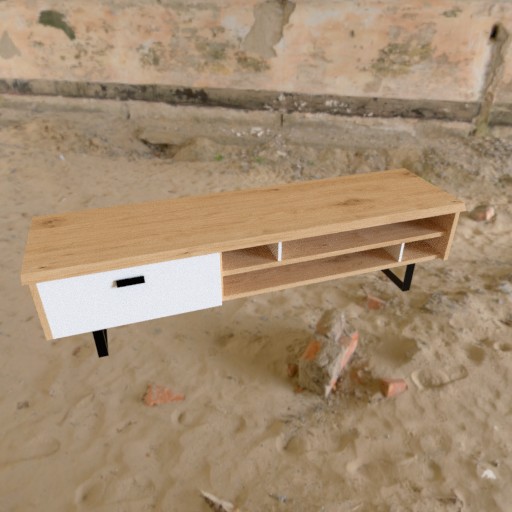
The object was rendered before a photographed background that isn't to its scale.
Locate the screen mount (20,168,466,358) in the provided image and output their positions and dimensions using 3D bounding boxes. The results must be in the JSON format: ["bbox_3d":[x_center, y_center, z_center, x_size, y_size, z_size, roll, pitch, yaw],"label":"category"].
[{"bbox_3d":[0.000,0.000,1.900,1.700,0.430,0.450,-10,33,-16],"label":"screen mount"}]
